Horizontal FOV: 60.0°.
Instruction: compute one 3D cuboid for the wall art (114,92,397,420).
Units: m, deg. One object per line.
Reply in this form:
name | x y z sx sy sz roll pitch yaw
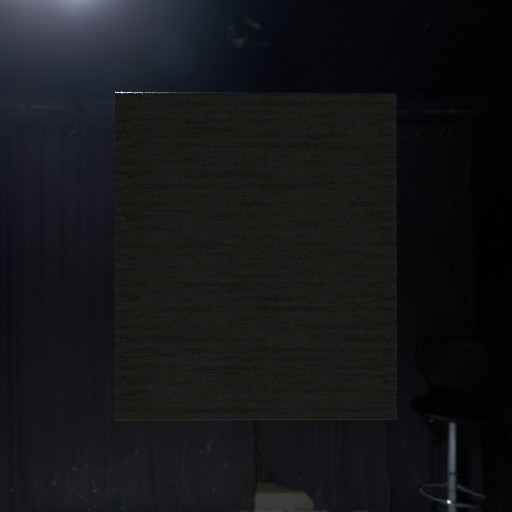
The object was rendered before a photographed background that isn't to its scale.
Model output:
wall art | 0.000 0.000 0.761 0.483 0.559 0.009 0 0 0
